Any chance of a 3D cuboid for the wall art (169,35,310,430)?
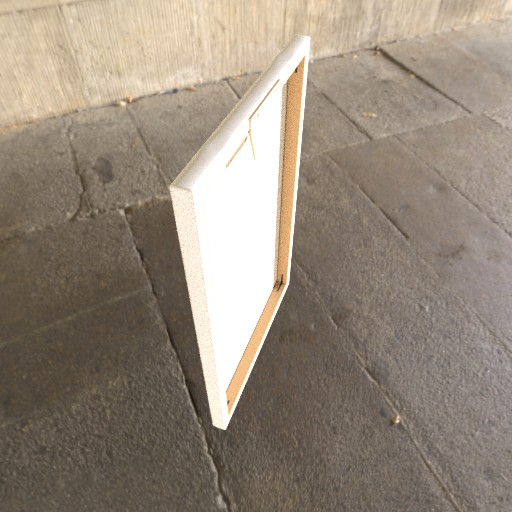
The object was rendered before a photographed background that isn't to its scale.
[{"bbox_3d":[0.000,0.000,1.171,0.048,0.902,0.602,16,50,14],"label":"wall art"}]
